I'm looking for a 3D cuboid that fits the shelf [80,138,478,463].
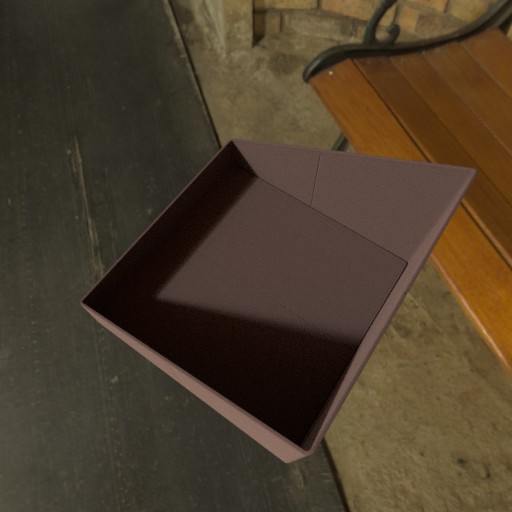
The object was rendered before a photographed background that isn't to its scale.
[{"bbox_3d":[0.000,0.000,0.479,0.292,0.210,0.292,32,68,15],"label":"shelf"}]
